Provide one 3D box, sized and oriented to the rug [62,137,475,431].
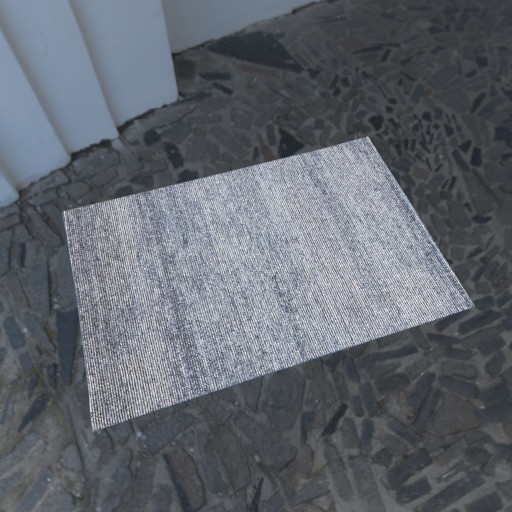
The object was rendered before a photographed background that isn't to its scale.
[{"bbox_3d":[0.000,0.000,2.154,1.740,0.010,1.135,-16,60,-9],"label":"rug"}]
